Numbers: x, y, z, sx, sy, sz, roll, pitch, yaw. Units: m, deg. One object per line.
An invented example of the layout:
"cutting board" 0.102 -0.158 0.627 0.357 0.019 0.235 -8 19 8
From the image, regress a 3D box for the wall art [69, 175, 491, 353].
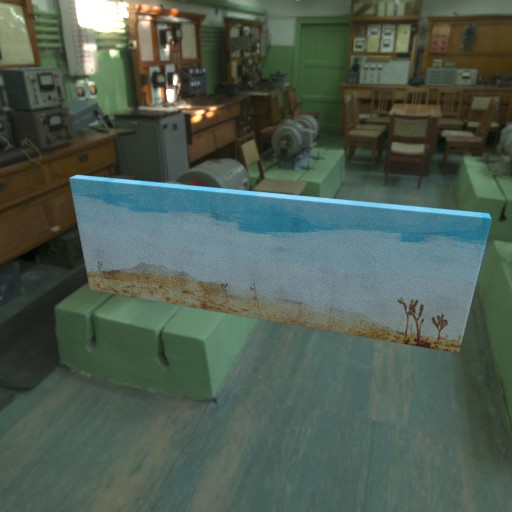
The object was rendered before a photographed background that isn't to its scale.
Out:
"wall art" 0.000 0.000 0.843 0.759 0.254 0.044 8 27 15
